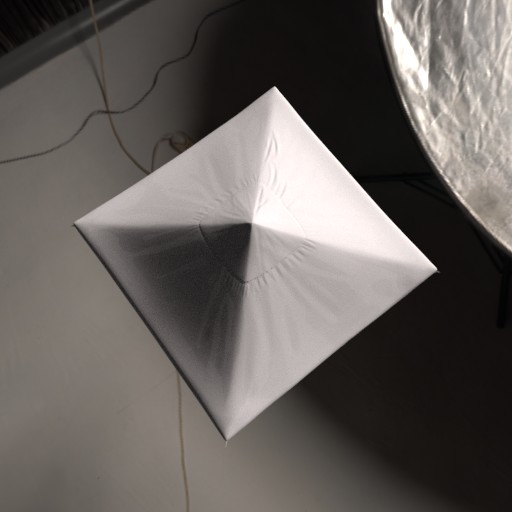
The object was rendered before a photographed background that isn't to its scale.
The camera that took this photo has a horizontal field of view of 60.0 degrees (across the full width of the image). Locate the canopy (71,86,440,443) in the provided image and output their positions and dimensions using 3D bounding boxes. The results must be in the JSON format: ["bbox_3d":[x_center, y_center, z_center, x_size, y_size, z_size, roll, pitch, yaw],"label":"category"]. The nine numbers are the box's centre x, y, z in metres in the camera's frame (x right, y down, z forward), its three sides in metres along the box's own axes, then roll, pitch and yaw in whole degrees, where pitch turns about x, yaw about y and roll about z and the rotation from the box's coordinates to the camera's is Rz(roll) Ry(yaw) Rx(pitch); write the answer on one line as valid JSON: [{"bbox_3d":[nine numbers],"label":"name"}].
[{"bbox_3d":[0.000,0.000,5.598,3.121,2.997,3.043,-37,79,-9],"label":"canopy"}]
